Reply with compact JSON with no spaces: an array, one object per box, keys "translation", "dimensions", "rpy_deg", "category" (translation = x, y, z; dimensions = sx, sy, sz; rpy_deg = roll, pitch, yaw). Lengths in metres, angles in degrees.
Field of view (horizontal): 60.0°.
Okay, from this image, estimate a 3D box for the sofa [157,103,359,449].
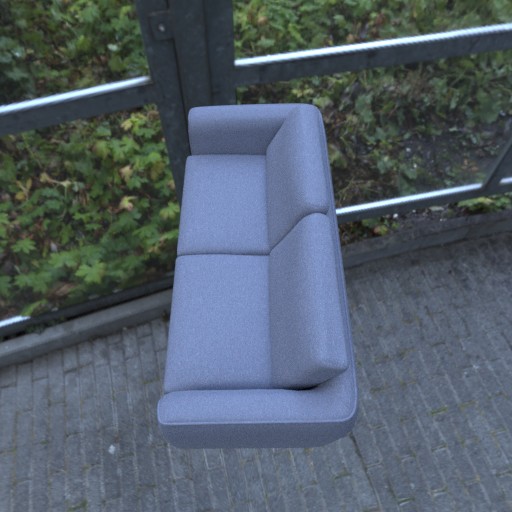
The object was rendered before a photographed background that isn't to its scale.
[{"translation":[0.000,0.000,2.568],"dimensions":[0.920,0.870,2.000],"rpy_deg":[0,58,0],"category":"sofa"}]
